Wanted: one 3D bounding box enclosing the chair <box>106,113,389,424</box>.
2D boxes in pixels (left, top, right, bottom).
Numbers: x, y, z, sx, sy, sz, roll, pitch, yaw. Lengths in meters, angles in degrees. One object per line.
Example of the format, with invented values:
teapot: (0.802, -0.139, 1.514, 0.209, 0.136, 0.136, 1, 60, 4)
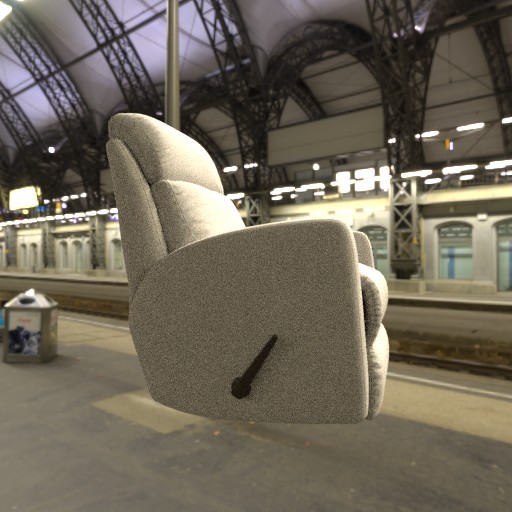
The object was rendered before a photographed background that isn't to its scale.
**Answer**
chair: (0.000, 0.000, 1.660, 0.941, 1.015, 0.812, 0, 0, 18)
